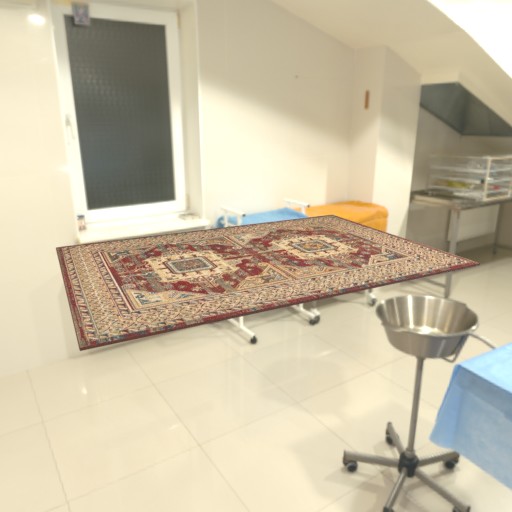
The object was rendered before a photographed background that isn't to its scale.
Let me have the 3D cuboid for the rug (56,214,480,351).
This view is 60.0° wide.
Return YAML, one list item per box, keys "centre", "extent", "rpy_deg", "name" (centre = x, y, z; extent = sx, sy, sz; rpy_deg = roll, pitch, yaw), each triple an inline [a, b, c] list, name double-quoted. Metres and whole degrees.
- centre: [0.000, 0.000, 5.713]
  extent: [4.578, 0.033, 3.033]
  rpy_deg: [-9, 20, -25]
  name: "rug"
